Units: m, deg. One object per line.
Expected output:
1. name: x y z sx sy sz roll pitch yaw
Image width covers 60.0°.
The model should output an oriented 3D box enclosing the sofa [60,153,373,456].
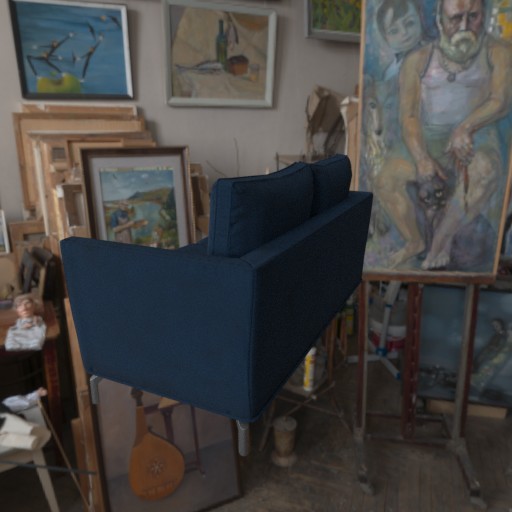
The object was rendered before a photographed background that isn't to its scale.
1. sofa: 0.000 0.000 2.355 0.853 1.002 1.770 8 18 25
